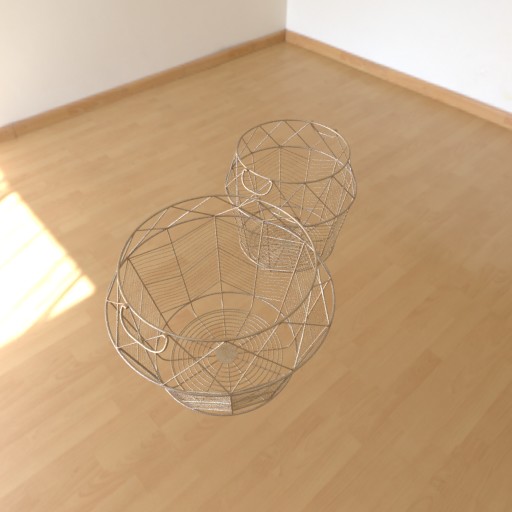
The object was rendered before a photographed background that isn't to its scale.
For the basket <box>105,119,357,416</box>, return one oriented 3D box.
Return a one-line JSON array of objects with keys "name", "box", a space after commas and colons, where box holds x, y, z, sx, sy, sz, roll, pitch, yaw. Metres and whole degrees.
[{"name": "basket", "box": [0.000, 0.000, 1.049, 0.451, 0.343, 0.805, 17, 49, 16]}]
